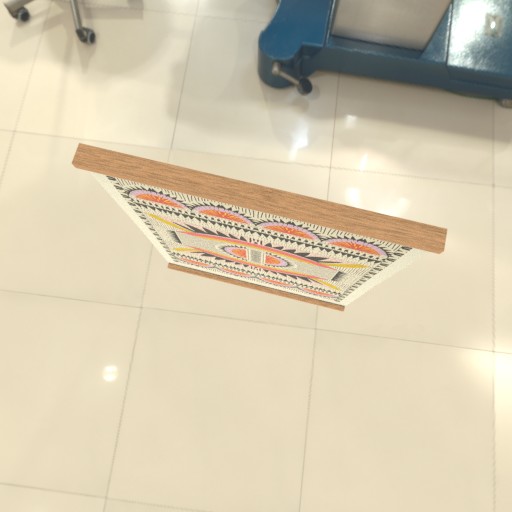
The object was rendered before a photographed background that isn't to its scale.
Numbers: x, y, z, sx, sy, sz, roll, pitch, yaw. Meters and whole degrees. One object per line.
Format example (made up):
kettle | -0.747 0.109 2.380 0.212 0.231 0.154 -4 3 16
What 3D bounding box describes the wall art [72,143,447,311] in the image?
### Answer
wall art | 0.000 0.000 0.822 0.456 0.609 0.028 14 77 3
